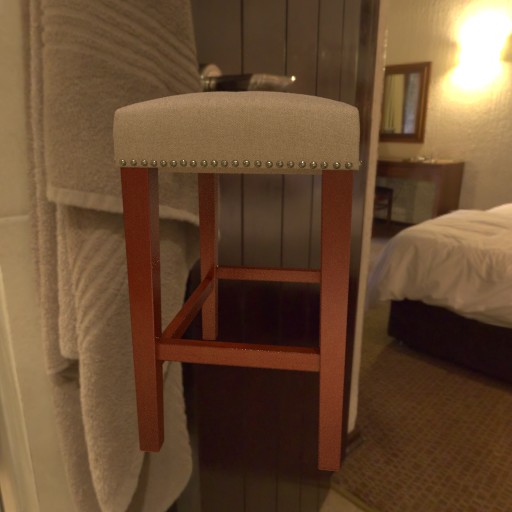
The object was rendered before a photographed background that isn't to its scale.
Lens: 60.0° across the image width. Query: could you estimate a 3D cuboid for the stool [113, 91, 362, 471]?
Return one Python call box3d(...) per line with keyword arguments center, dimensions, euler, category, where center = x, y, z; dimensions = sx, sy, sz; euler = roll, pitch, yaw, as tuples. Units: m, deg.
box3d(center=(0.000, 0.000, 0.950), dimensions=(0.375, 0.632, 0.509), euler=(2, 16, 8), category="stool")
